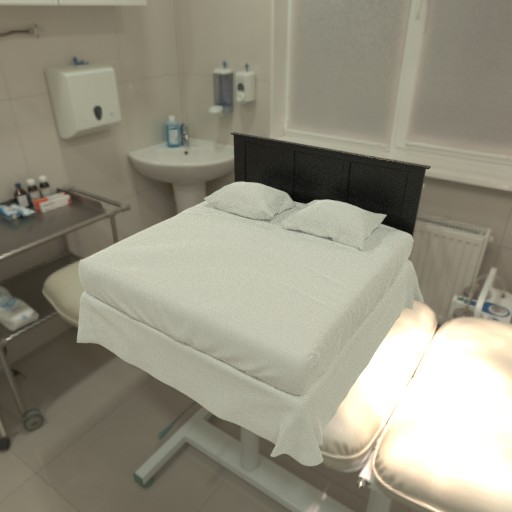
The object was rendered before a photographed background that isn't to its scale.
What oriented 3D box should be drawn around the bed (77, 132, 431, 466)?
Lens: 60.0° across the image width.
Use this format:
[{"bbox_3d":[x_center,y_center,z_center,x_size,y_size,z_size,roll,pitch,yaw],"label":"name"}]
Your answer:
[{"bbox_3d":[0.000,0.000,3.598,2.315,1.271,2.219,18,34,29],"label":"bed"}]
